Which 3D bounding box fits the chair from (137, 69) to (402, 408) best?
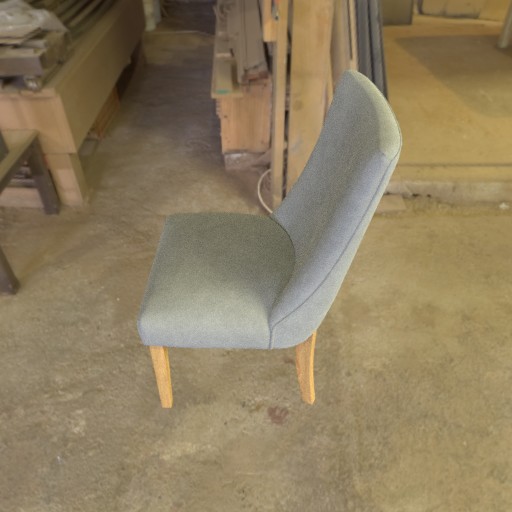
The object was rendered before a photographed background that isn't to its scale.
[{"bbox_3d":[0.000,0.000,1.272,0.610,0.902,0.495,1,41,1],"label":"chair"}]
